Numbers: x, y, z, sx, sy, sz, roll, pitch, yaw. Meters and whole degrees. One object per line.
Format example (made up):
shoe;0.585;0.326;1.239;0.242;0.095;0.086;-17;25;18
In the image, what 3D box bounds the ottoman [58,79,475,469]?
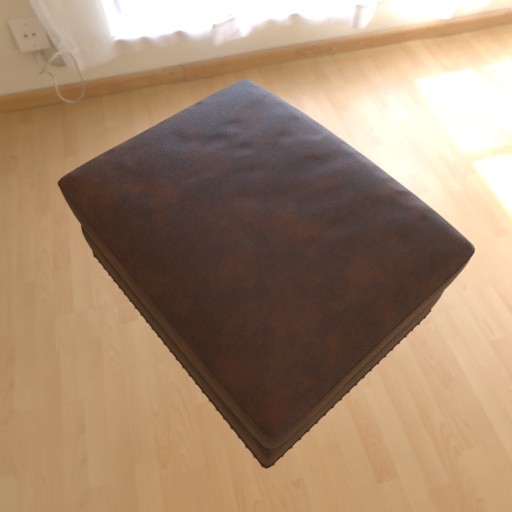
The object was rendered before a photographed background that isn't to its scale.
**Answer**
ottoman;0.000;0.000;1.091;0.586;0.486;0.742;-36;64;-21
